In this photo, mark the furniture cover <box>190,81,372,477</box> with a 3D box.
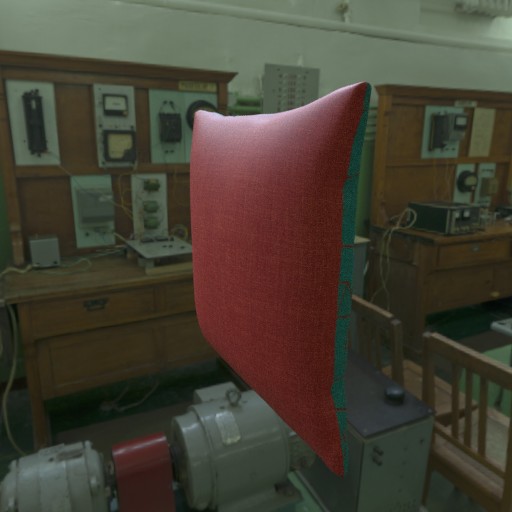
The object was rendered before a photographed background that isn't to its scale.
[{"bbox_3d":[0.000,0.000,0.761,0.158,0.508,0.517,-8,16,-27],"label":"furniture cover"}]
